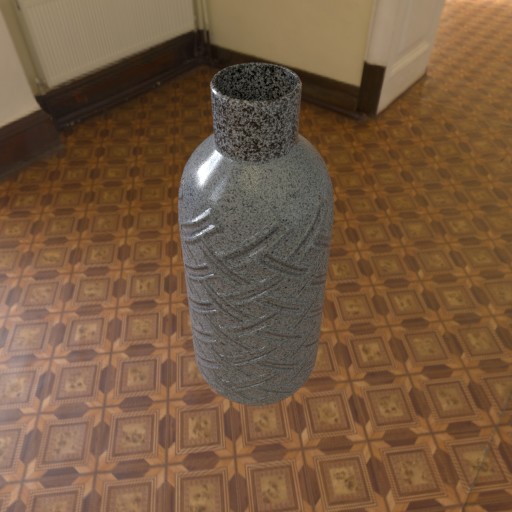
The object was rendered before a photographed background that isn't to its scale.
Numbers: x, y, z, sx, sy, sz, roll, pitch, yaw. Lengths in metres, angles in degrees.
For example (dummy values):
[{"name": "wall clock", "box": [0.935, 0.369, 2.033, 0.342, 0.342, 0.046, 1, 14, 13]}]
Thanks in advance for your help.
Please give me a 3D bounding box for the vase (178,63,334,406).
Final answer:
[{"name": "vase", "box": [0.000, 0.000, 0.349, 0.122, 0.282, 0.122, 0, 46, 0]}]
